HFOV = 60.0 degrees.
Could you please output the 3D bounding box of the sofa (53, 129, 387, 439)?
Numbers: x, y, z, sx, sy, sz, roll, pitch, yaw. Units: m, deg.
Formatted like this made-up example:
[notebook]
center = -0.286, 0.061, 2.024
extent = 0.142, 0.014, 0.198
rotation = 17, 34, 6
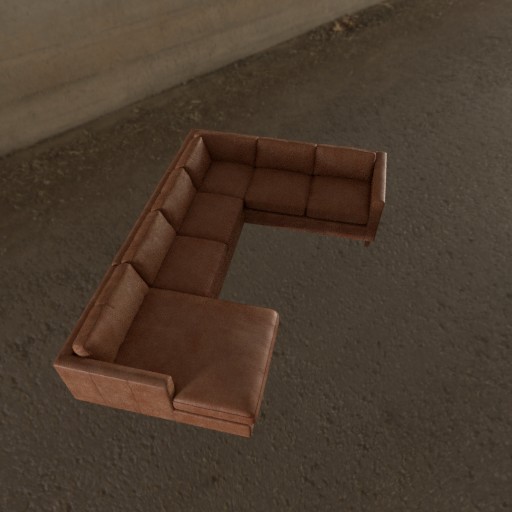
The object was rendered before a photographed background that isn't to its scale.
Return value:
[sofa]
center = 0.000, 0.000, 4.519
extent = 2.430, 0.832, 3.401
rotation = 9, 48, 8
